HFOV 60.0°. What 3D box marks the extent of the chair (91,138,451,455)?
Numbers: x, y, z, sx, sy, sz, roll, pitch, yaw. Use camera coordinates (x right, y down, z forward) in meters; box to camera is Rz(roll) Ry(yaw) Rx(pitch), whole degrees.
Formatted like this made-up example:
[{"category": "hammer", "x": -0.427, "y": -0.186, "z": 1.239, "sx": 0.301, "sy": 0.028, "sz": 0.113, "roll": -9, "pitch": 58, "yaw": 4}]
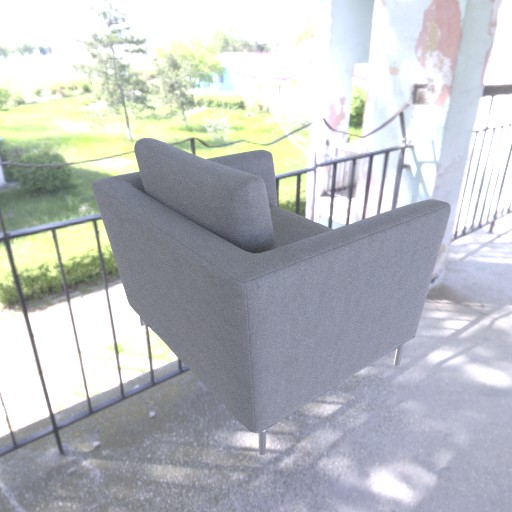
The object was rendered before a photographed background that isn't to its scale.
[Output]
[{"category": "chair", "x": 0.000, "y": 0.000, "z": 1.719, "sx": 0.889, "sy": 0.864, "sz": 1.041, "roll": -19, "pitch": 32, "yaw": -33}]
